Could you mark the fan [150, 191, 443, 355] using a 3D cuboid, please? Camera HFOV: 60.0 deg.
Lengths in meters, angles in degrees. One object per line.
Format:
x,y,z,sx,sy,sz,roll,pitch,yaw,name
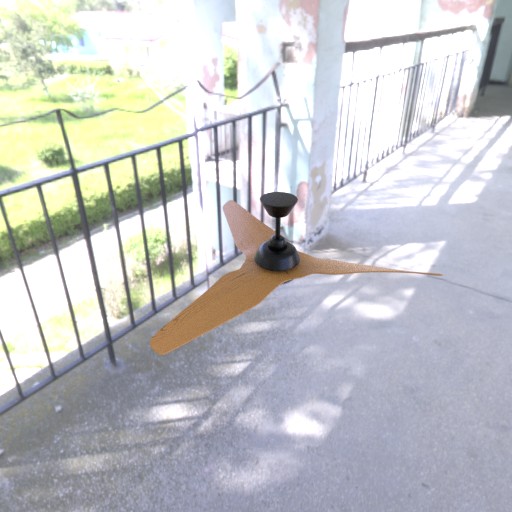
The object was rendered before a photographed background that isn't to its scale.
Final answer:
0.000,0.000,1.661,1.142,0.355,1.010,21,36,31,fan
